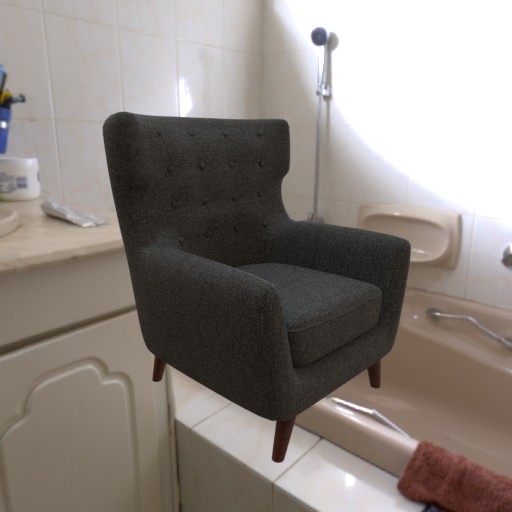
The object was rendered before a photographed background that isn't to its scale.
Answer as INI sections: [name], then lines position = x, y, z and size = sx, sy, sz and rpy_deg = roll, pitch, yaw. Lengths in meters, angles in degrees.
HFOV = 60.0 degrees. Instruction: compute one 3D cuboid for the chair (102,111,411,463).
[chair]
position = 0.000, 0.000, 1.732
size = 0.904, 1.063, 0.878
rpy_deg = 14, 20, 43
